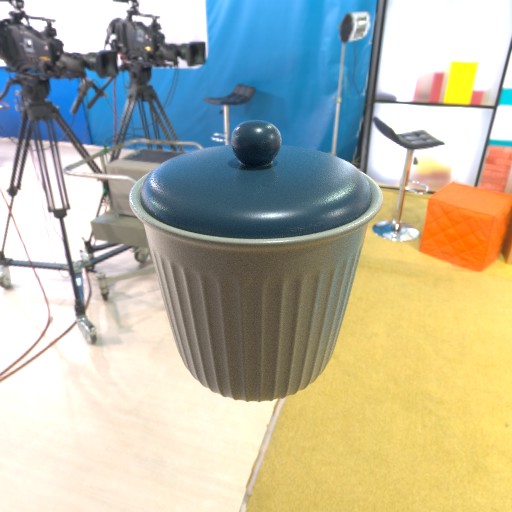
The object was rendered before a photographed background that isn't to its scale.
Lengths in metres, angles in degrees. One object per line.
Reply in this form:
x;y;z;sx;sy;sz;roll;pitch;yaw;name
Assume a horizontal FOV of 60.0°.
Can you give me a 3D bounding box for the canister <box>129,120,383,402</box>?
0.000;0.000;0.354;0.181;0.211;0.181;0;29;0;canister
